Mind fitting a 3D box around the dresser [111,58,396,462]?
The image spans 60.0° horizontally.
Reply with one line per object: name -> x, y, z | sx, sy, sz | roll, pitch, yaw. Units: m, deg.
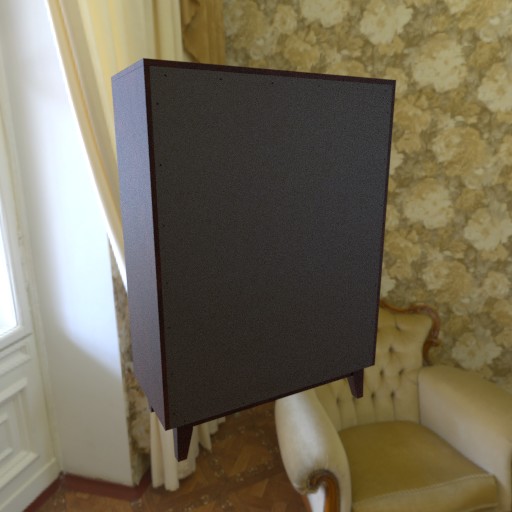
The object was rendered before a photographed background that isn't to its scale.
dresser -> 0.000, 0.000, 2.024 | 1.072, 1.514, 0.506 | -8, 17, -28
